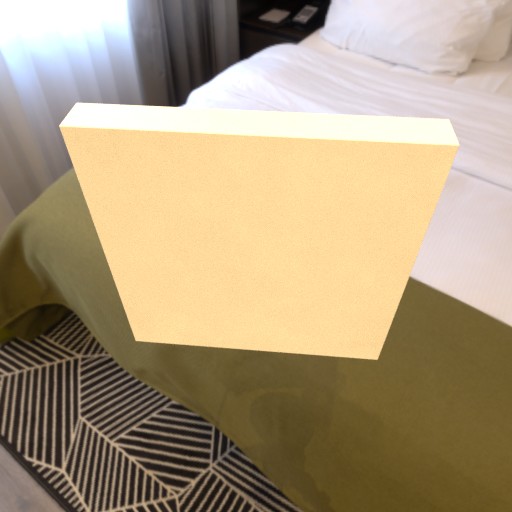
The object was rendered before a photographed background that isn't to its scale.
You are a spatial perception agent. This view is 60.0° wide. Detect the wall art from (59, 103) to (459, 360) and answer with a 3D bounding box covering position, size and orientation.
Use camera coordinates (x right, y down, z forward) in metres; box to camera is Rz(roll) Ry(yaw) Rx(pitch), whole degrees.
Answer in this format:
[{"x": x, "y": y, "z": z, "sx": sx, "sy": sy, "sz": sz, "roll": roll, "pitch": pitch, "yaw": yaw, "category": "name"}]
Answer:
[{"x": 0.000, "y": 0.000, "z": 0.459, "sx": 0.305, "sy": 0.305, "sz": 0.038, "roll": 4, "pitch": 47, "yaw": 4, "category": "wall art"}]
